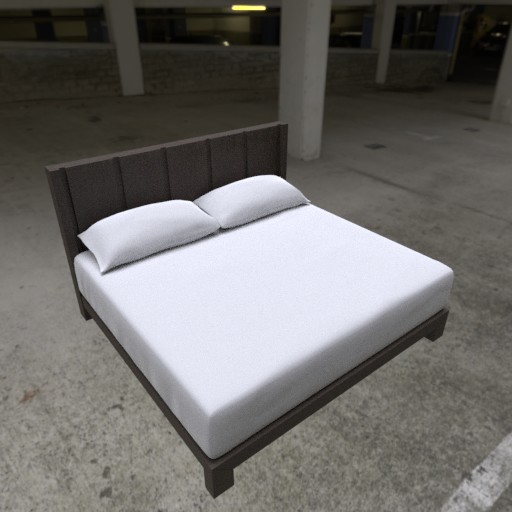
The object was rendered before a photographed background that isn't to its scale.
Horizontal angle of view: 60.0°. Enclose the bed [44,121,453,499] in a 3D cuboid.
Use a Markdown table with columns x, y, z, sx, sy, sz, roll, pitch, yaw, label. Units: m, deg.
| x | y | z | sx | sy | sz | roll | pitch | yaw | label |
| --- | --- | --- | --- | --- | --- | --- | --- | --- | --- |
| 0.000 | 0.000 | 3.257 | 2.134 | 1.270 | 2.012 | -21 | 36 | -32 | bed |
